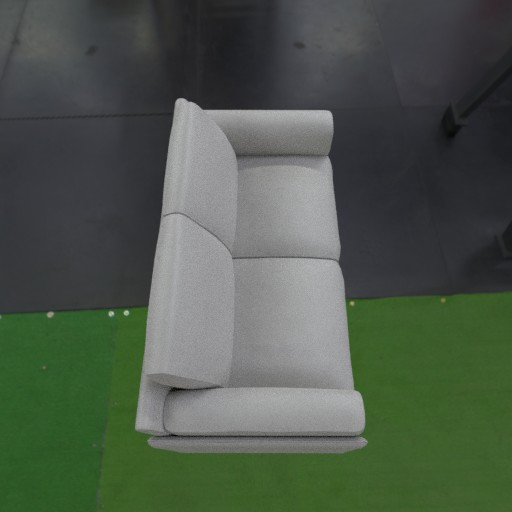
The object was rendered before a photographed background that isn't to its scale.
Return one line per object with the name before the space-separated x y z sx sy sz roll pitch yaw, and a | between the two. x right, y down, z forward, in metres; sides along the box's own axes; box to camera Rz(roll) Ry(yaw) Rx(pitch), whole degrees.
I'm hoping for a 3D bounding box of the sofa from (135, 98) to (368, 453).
sofa | 0.000 0.000 2.611 1.049 0.930 2.101 0 62 0
